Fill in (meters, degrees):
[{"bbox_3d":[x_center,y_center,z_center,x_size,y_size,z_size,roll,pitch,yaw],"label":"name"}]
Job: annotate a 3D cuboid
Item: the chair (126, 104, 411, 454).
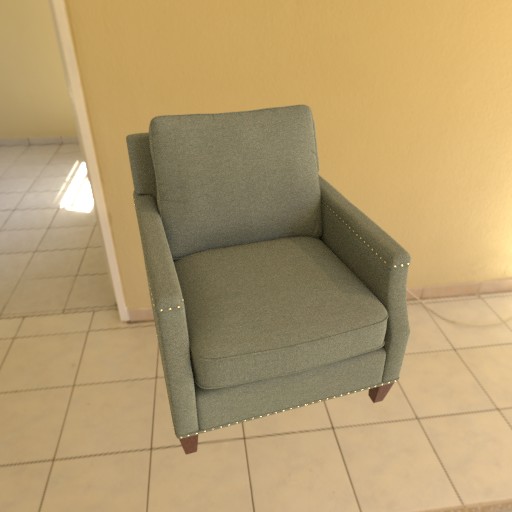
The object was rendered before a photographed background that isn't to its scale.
[{"bbox_3d":[0.000,0.000,1.819,0.885,1.031,1.031,-9,33,-15],"label":"chair"}]
